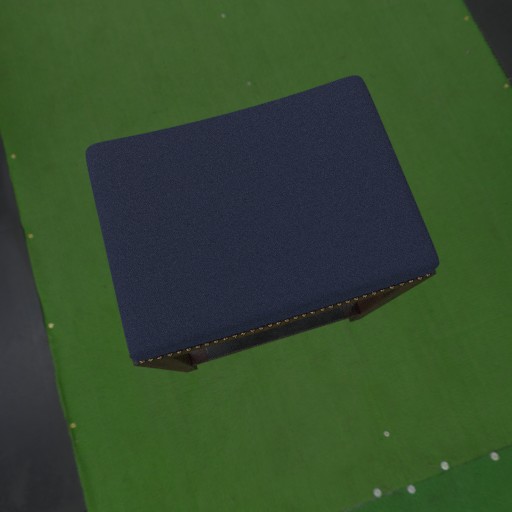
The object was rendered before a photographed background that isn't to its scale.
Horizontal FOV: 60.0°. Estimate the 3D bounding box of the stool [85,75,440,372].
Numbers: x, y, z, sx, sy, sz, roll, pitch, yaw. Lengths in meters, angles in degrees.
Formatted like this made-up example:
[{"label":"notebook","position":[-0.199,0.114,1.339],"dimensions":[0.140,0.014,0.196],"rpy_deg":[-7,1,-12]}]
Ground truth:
[{"label":"stool","position":[0.000,0.000,0.964],"dimensions":[0.500,0.642,0.361],"rpy_deg":[-16,76,-4]}]
